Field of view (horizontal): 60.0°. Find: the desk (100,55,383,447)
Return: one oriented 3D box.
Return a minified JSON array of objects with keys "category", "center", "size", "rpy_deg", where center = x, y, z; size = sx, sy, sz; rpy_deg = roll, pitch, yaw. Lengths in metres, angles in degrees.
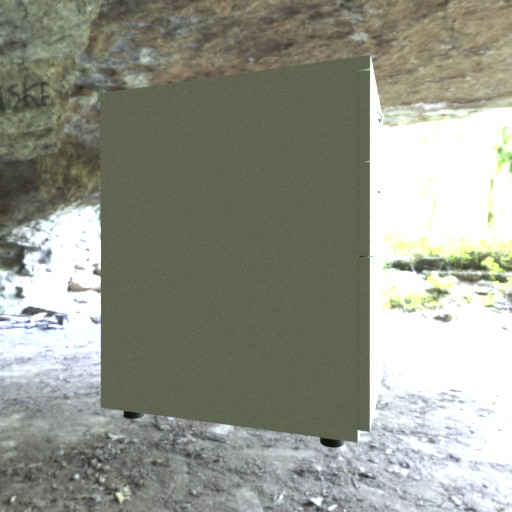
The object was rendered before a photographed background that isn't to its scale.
[{"category":"desk","center":[0.000,0.000,1.087],"size":[0.600,0.730,0.404],"rpy_deg":[0,0,19]}]
